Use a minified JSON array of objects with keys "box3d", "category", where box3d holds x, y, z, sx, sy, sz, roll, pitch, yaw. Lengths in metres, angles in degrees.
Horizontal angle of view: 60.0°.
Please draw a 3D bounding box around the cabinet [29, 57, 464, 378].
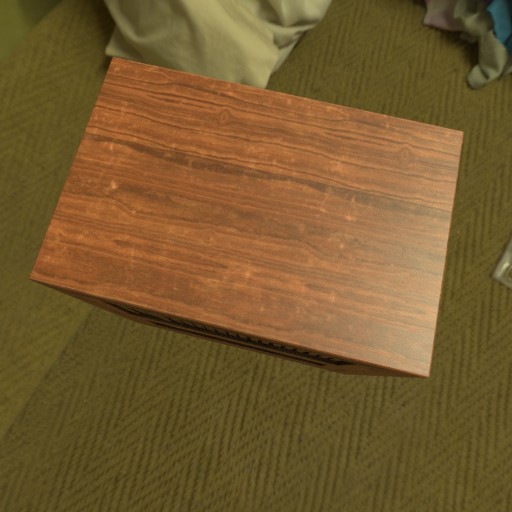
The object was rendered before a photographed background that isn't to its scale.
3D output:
[{"box3d":[0.000,0.000,1.034,0.607,0.695,0.410,13,76,3],"category":"cabinet"}]
